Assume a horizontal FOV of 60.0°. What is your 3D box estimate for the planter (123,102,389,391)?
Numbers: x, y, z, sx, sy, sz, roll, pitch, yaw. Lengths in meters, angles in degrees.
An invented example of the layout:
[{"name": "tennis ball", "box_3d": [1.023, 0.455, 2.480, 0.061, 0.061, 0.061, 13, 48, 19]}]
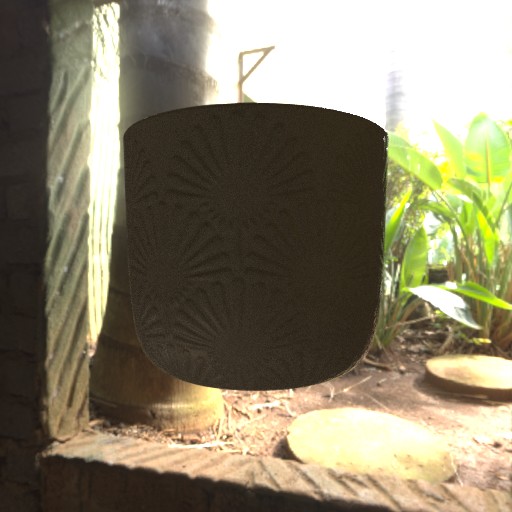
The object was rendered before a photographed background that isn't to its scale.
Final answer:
[{"name": "planter", "box_3d": [0.000, 0.000, 0.216, 0.124, 0.109, 0.124, 0, 1, 0]}]
